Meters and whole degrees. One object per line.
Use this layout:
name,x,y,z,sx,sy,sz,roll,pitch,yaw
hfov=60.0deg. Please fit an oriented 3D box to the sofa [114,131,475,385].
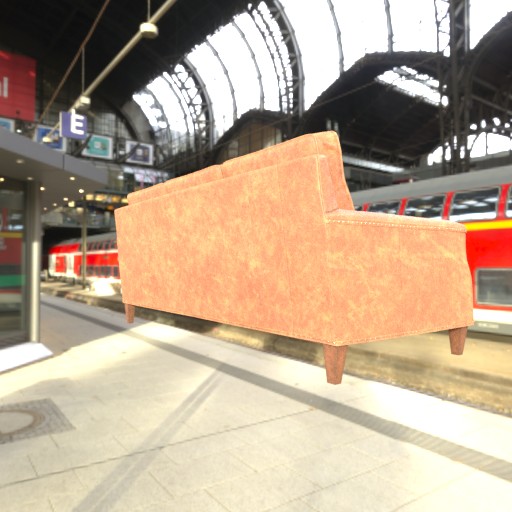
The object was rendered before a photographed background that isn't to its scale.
sofa,0.000,0.000,2.784,1.084,1.003,2.246,1,-1,-37
